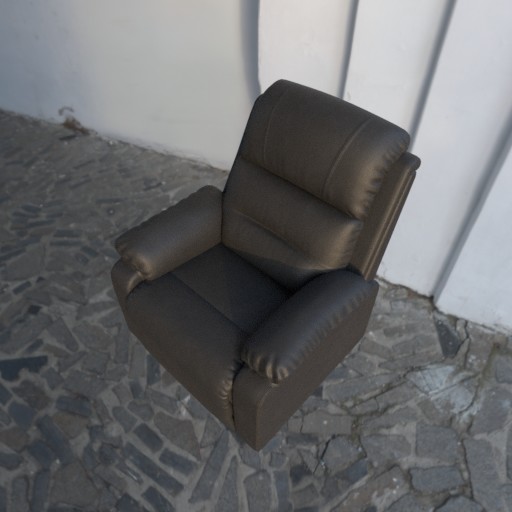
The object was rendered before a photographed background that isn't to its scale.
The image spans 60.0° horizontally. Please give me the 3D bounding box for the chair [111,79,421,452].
[{"bbox_3d":[0.000,0.000,1.683,0.855,0.992,0.919,34,56,28],"label":"chair"}]
